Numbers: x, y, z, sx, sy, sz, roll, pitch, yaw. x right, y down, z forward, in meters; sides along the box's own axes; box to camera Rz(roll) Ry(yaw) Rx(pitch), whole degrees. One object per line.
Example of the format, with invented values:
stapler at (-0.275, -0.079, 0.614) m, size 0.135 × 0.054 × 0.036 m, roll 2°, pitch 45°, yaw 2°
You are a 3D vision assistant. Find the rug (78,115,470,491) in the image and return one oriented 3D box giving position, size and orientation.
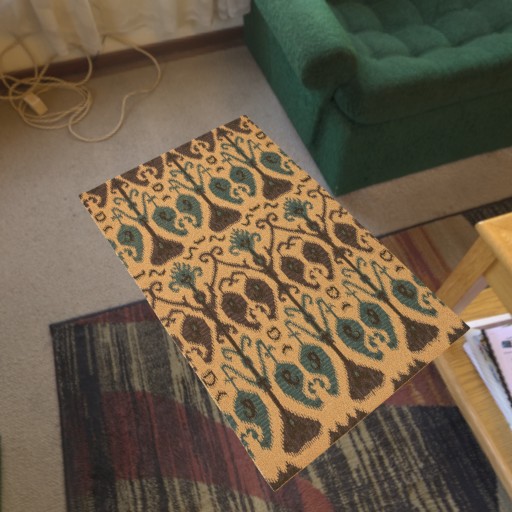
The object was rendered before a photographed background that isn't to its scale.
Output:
rug at (0.000, 0.000, 2.116) m, size 1.072 × 0.013 × 1.698 m, roll -32°, pitch 63°, yaw -18°
